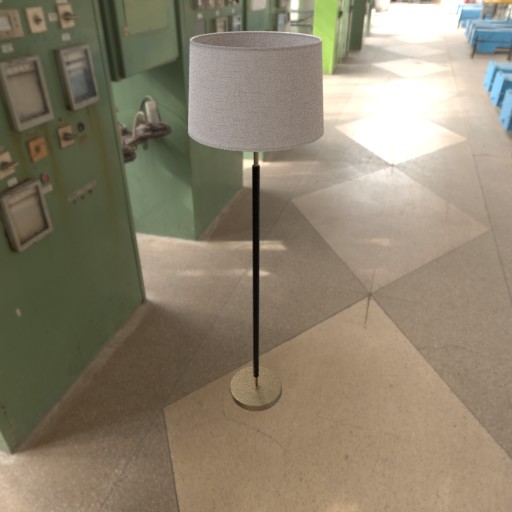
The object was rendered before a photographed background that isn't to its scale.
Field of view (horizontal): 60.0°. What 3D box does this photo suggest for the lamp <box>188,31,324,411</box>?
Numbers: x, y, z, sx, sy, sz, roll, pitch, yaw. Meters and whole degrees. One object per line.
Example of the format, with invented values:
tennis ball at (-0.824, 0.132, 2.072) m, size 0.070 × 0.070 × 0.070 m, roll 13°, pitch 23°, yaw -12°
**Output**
lamp at (0.000, 0.000, 1.632) m, size 0.420 × 1.447 × 0.420 m, roll 0°, pitch 33°, yaw 0°
